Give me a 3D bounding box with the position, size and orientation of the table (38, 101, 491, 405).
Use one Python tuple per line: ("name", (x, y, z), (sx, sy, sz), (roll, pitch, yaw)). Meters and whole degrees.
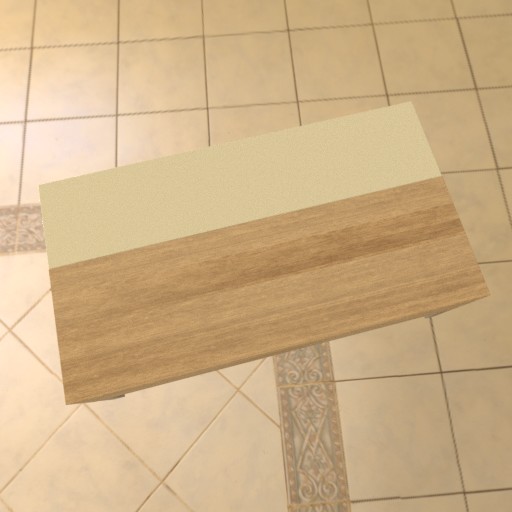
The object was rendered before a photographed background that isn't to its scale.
("table", (0.000, 0.000, 1.357), (1.100, 0.350, 0.600), (-14, 74, -4))
